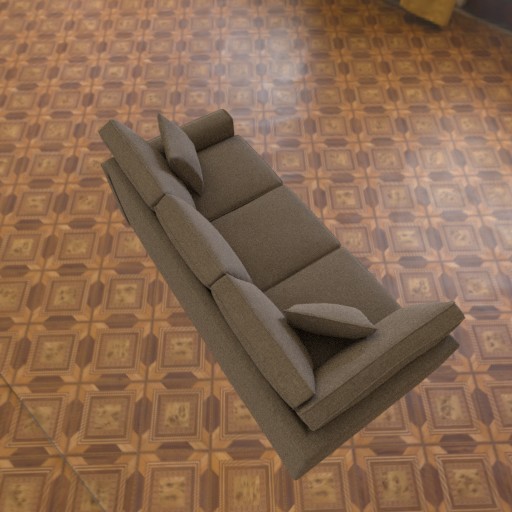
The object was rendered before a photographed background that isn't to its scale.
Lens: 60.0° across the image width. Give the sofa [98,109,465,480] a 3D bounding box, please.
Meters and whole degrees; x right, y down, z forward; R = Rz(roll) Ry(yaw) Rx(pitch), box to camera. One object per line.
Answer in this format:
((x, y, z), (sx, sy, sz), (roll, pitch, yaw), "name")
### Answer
((0.000, 0.000, 2.817), (1.061, 0.962, 2.317), (-29, 62, -17), "sofa")
